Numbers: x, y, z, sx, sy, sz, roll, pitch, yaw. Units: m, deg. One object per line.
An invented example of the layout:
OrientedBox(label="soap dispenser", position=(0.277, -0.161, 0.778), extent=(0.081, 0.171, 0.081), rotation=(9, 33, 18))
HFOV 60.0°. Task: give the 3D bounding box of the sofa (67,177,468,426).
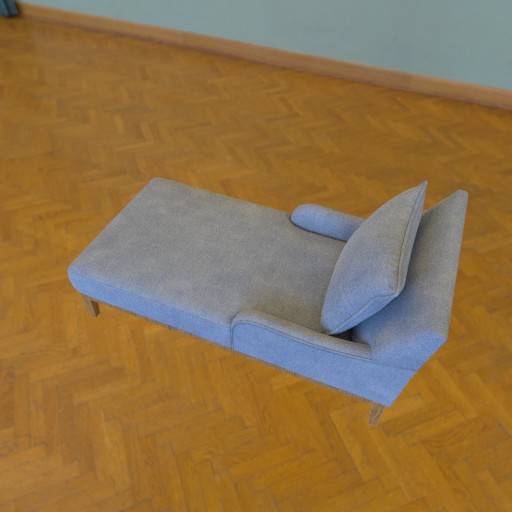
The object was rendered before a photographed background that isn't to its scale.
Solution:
OrientedBox(label="sofa", position=(0.000, 0.000, 2.289), extent=(1.779, 0.883, 0.904), rotation=(17, 49, 16))
